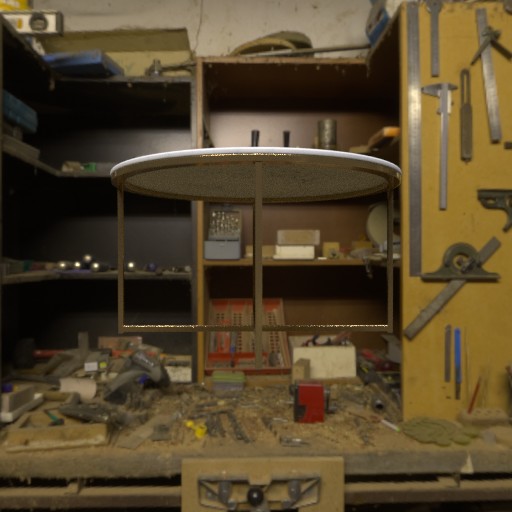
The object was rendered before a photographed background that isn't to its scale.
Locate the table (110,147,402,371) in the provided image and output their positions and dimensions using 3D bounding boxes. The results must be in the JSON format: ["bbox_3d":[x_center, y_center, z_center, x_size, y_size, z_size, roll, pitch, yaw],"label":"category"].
[{"bbox_3d":[0.000,0.000,1.285,0.800,0.450,0.800,0,1,0],"label":"table"}]
